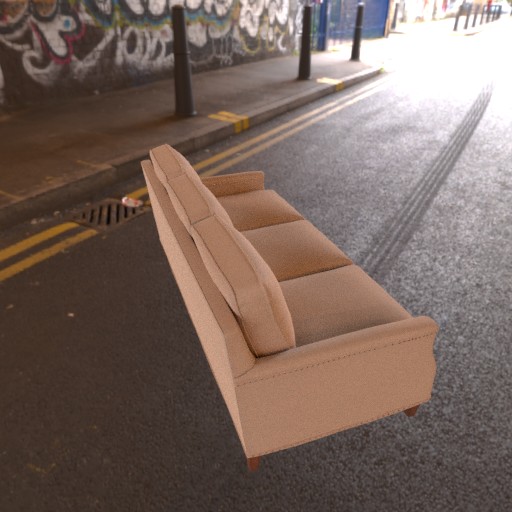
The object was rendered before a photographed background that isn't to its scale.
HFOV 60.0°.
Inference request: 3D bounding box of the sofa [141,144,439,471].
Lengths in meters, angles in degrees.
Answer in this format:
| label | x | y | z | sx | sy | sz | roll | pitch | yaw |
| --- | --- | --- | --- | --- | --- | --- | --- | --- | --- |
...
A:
| label | x | y | z | sx | sy | sz | roll | pitch | yaw |
| --- | --- | --- | --- | --- | --- | --- | --- | --- | --- |
| sofa | 0.000 | 0.000 | 2.814 | 1.084 | 1.003 | 2.246 | -11 | 32 | -18 |
